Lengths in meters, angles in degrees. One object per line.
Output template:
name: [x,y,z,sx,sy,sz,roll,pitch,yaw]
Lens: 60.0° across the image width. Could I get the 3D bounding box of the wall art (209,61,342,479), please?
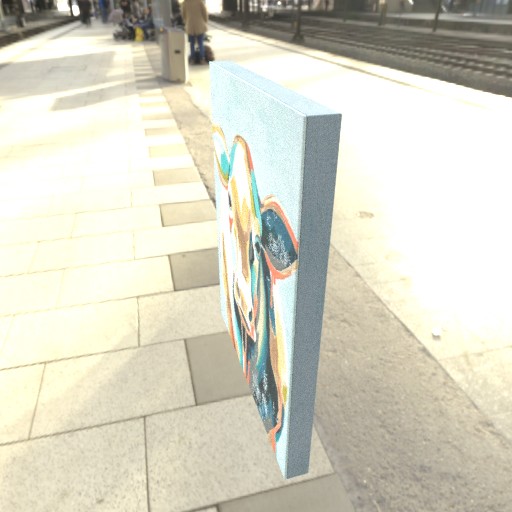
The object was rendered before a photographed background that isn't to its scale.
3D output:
wall art: [0.000,0.000,0.682,0.037,0.509,0.409,-8,31,-14]
